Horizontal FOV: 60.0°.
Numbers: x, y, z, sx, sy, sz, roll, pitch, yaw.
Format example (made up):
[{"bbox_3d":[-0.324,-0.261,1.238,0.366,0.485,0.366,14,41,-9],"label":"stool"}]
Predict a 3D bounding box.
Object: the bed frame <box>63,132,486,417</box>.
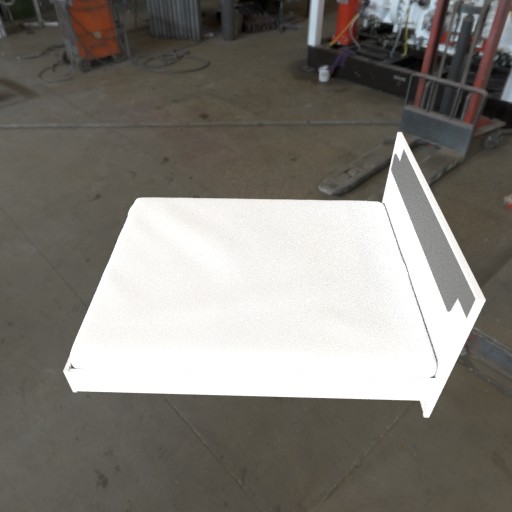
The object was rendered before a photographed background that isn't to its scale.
[{"bbox_3d":[0.000,0.000,2.973,2.100,1.001,1.711,1,41,1],"label":"bed frame"}]
